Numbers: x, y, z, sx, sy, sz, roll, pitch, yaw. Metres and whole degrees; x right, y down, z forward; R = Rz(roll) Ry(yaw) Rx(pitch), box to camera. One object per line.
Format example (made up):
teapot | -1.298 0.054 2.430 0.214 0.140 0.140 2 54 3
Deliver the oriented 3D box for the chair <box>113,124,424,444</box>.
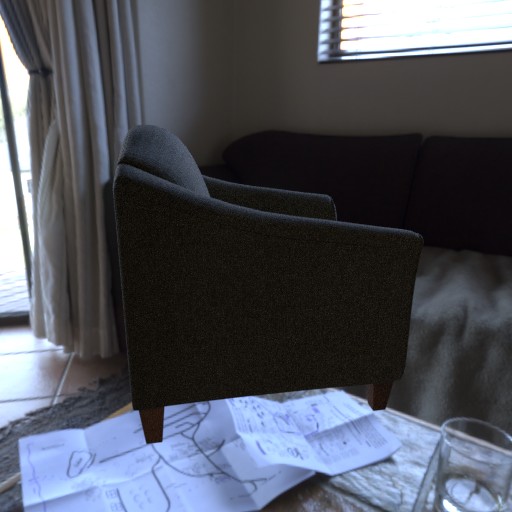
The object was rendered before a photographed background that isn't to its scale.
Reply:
chair | 0.000 0.000 1.477 0.787 0.839 0.763 -3 16 -10
